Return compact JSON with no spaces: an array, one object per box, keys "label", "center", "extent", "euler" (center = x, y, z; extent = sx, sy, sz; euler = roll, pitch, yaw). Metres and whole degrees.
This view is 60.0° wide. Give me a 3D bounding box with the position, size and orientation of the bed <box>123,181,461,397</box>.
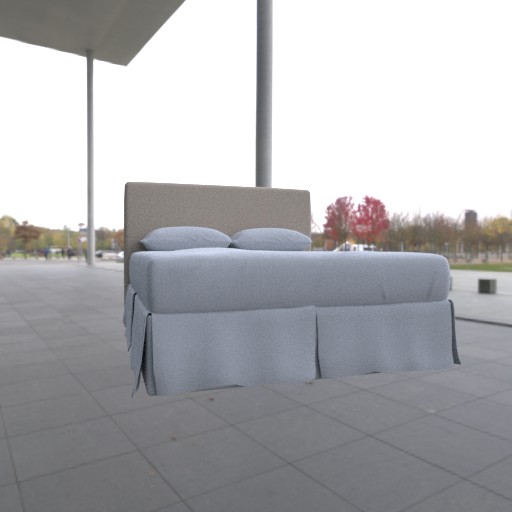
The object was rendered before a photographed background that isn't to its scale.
[{"label":"bed","center":[0.000,0.000,3.292],"extent":[1.884,1.330,2.142],"euler":[0,1,-18]}]
